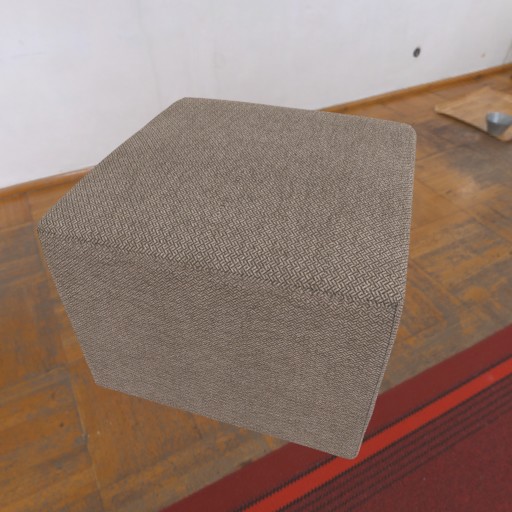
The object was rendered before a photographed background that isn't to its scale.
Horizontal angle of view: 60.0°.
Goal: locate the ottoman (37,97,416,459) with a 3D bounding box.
[{"bbox_3d":[0.000,0.000,0.866,0.519,0.453,0.512,11,42,13],"label":"ottoman"}]
